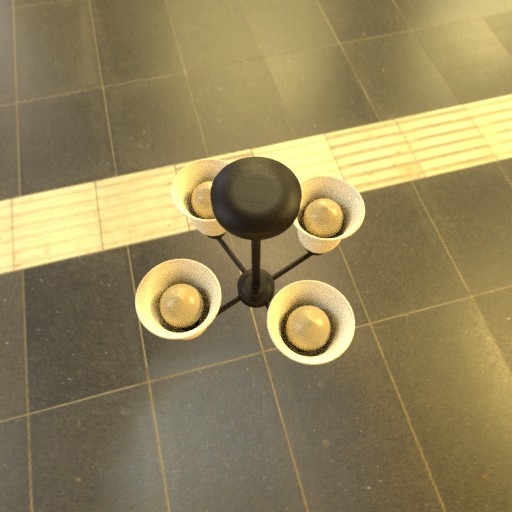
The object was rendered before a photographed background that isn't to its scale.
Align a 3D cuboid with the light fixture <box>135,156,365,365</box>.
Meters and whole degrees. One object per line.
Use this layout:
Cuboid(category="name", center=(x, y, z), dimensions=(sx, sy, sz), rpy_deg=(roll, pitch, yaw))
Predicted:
Cuboid(category="light fixture", center=(0.000, 0.000, 1.869), dimensions=(1.069, 0.925, 1.069), rpy_deg=(-32, 67, -15))
